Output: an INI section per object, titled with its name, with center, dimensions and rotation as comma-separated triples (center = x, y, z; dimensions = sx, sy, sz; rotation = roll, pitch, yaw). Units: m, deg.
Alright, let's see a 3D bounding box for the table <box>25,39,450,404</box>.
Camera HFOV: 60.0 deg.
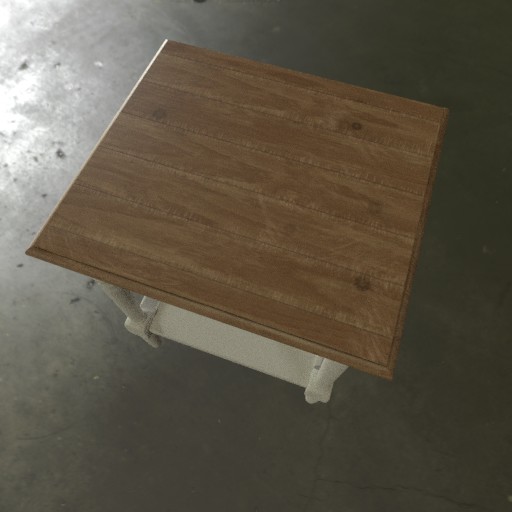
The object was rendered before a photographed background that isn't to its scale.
[table]
center = 0.000, 0.000, 0.903
dimensions = 0.508, 0.561, 0.457
rotation = 18, 65, 9
